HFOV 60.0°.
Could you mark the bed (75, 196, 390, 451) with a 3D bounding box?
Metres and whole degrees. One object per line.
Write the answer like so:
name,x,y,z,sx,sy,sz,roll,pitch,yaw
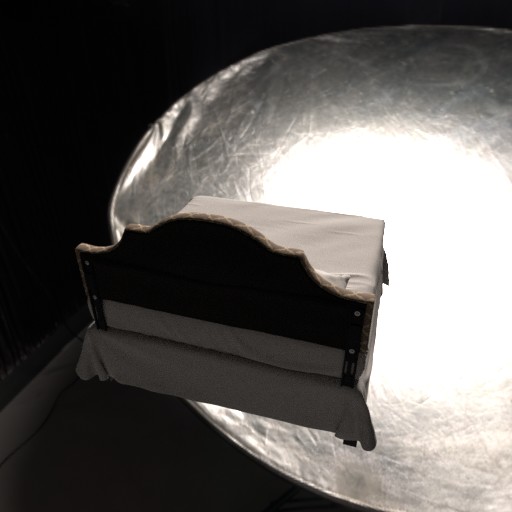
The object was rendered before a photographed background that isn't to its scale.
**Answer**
bed,0.000,0.000,3.721,2.314,1.601,2.222,9,32,15
